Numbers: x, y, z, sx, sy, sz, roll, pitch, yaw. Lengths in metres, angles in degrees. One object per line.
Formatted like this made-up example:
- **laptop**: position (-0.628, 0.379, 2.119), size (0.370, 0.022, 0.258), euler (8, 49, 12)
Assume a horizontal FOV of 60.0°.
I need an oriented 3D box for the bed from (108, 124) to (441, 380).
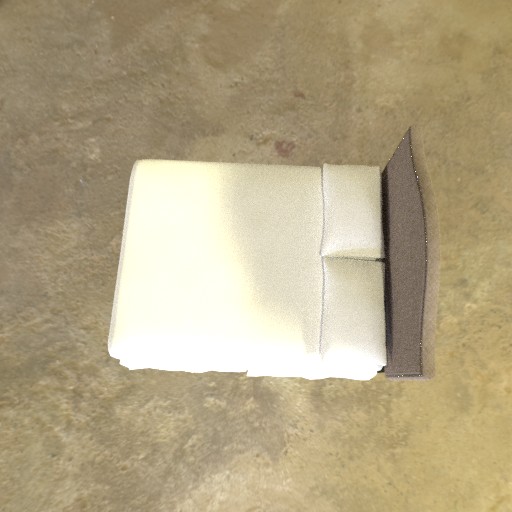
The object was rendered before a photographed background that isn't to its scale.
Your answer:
- **bed**: position (0.000, 0.000, 3.287), size (2.153, 1.518, 1.713), euler (3, 74, 1)
